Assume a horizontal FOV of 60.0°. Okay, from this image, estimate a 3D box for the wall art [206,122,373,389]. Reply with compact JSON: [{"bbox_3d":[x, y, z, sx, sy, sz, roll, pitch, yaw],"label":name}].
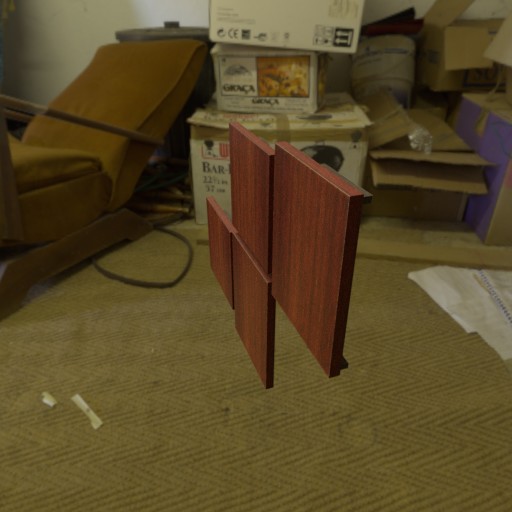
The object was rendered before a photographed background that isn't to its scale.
[{"bbox_3d":[0.000,0.000,0.831,0.030,0.497,0.635,-10,32,-17],"label":"wall art"}]
